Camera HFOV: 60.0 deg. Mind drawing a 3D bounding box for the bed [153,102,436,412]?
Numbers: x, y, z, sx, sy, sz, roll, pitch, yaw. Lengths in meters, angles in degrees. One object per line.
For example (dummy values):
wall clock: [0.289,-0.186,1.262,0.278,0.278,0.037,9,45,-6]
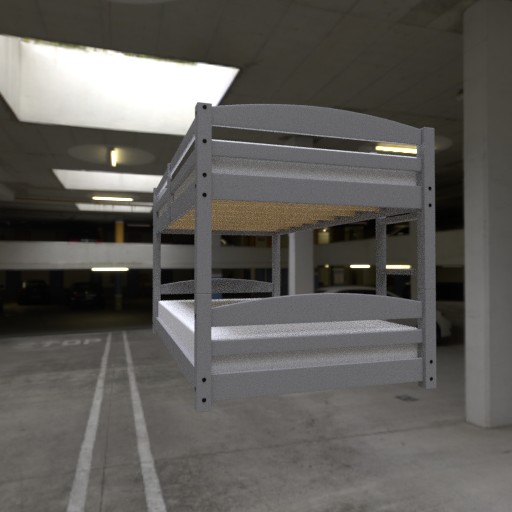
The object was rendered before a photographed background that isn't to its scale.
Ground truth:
bed: [0.000,0.000,2.780,1.105,1.206,2.013,0,-1,-18]
